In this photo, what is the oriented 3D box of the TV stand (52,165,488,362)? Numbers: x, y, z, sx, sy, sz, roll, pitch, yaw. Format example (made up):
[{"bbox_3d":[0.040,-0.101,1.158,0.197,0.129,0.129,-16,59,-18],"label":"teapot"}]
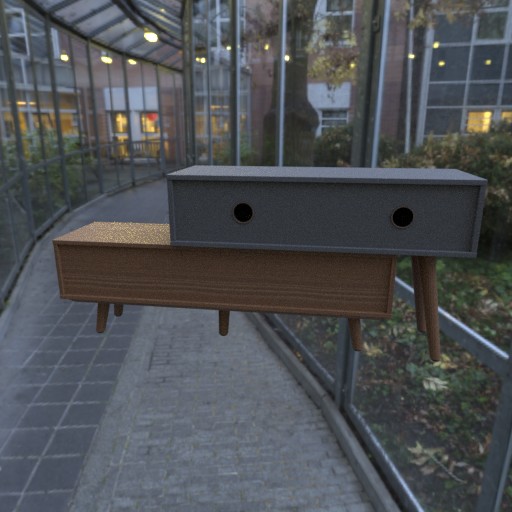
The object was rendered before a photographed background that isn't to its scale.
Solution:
[{"bbox_3d":[0.000,0.000,1.551,1.336,0.591,0.329,2,17,8],"label":"TV stand"}]
